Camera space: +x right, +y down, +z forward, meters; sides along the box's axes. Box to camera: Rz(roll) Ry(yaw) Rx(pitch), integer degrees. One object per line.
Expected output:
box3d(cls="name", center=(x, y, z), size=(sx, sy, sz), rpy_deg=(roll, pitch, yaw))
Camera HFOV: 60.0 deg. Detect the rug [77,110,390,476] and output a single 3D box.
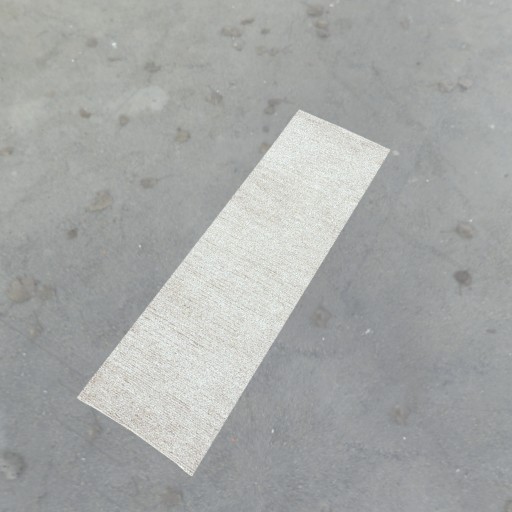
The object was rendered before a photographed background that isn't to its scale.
box3d(cls="rug", center=(0.000, 0.000, 2.636), size=(0.712, 0.013, 2.346), rpy_deg=(29, 66, 14))
